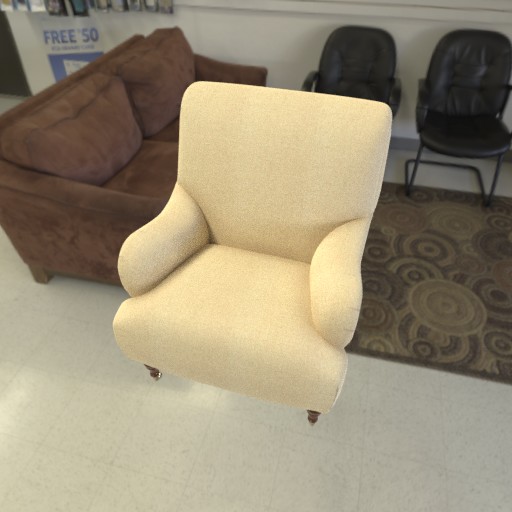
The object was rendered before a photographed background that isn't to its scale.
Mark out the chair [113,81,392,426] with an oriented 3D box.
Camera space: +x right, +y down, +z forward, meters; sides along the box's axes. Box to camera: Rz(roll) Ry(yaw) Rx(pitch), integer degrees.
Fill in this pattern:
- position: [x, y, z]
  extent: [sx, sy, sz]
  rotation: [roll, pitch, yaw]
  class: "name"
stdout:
- position: [0.000, 0.000, 1.573]
  extent: [0.766, 0.944, 0.842]
  rotation: [12, 42, 13]
  class: "chair"
